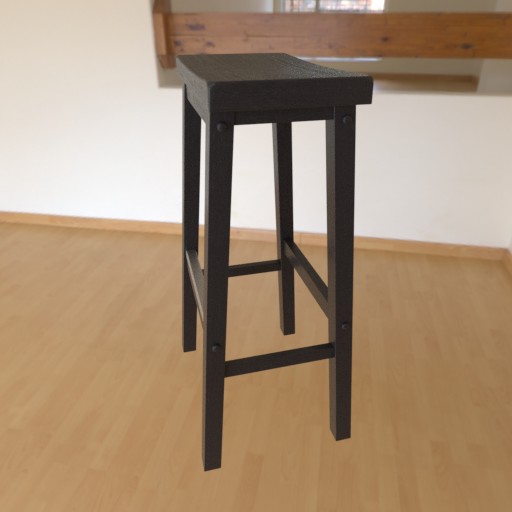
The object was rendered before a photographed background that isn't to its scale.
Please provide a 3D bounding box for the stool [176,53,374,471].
[{"bbox_3d":[0.000,0.000,0.927,0.322,0.742,0.406,-7,30,-13],"label":"stool"}]
